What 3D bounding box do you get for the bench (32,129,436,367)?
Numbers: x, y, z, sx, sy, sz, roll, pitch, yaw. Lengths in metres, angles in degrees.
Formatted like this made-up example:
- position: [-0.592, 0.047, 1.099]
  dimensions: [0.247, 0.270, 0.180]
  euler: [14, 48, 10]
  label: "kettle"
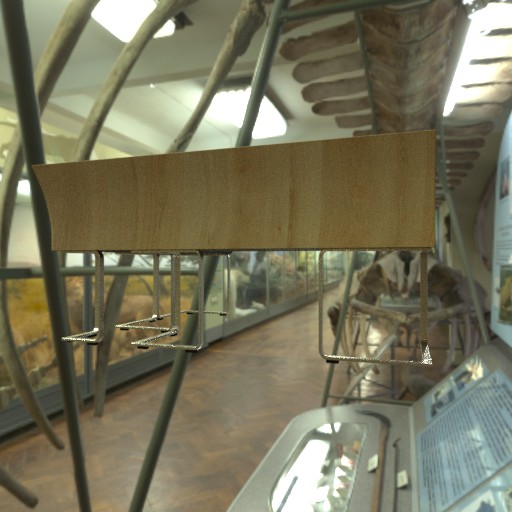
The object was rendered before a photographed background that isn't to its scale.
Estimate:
- position: [0.000, 0.000, 2.681]
  dimensions: [1.945, 0.930, 1.495]
  euler: [0, -1, 19]
  label: "bench"
